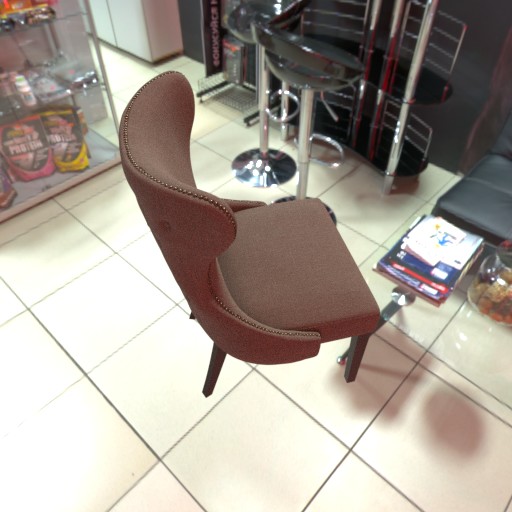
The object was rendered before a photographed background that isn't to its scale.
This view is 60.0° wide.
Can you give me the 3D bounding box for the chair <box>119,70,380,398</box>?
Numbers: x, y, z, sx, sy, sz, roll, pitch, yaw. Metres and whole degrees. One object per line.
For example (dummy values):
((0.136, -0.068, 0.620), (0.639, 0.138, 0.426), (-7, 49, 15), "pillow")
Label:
((0.000, 0.000, 1.376), (0.635, 0.967, 0.628), (-10, 48, -10), "chair")
